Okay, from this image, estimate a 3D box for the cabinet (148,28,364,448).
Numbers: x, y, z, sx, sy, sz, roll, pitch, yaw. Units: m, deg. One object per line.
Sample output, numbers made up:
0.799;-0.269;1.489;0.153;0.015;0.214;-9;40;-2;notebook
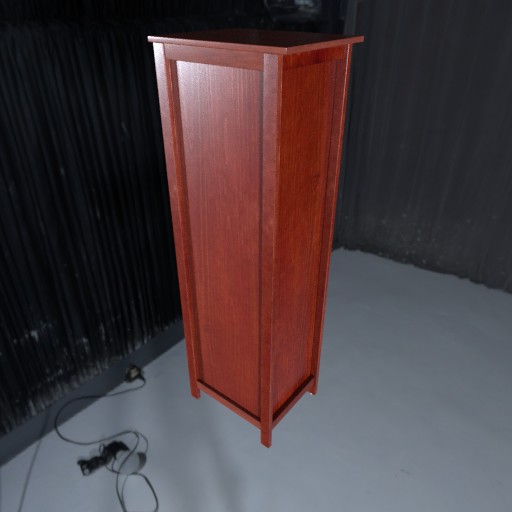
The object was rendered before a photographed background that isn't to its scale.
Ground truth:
0.000;0.000;1.701;0.500;1.518;0.401;22;37;32;cabinet
